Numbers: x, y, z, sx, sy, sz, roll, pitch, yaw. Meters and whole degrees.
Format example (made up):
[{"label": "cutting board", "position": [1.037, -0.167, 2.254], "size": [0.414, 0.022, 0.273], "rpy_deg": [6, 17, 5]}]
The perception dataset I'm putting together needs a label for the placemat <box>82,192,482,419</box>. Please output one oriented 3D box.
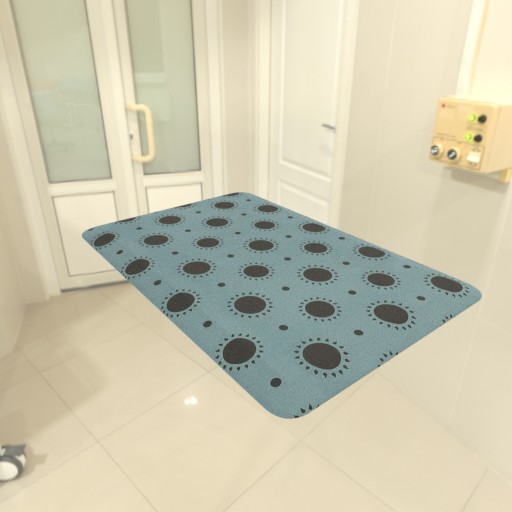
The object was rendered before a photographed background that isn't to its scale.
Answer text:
[{"label": "placemat", "position": [0.000, 0.000, 0.948], "size": [0.508, 0.021, 0.762], "rpy_deg": [-19, 33, -34]}]
